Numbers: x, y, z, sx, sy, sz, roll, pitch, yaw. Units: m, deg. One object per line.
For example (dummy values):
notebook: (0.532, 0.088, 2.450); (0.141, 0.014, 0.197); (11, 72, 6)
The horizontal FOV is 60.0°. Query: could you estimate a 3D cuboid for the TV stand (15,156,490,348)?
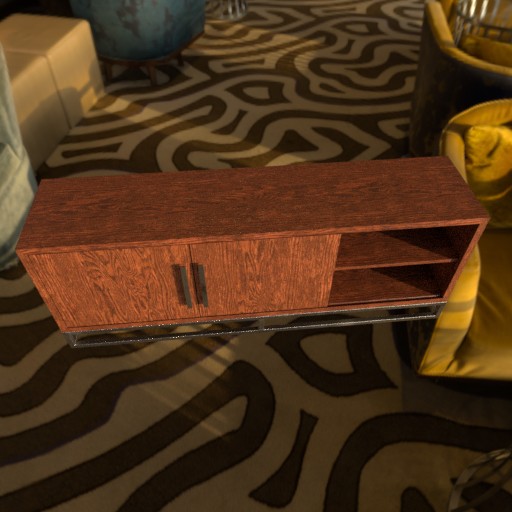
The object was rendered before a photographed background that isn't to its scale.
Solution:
TV stand: (0.000, 0.000, 1.755); (1.541, 0.578, 0.382); (-4, 47, -4)
